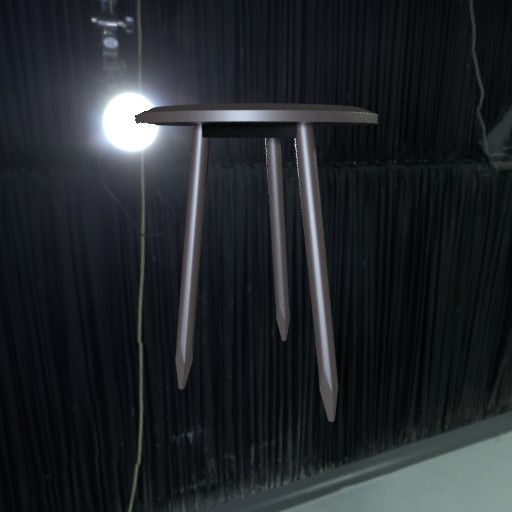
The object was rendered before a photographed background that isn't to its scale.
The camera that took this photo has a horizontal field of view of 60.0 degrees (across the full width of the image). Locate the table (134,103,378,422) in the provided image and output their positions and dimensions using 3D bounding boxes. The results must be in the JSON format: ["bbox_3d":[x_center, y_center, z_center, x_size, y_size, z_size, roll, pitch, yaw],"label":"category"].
[{"bbox_3d":[0.000,0.000,0.935,0.457,0.585,0.457,0,15,0],"label":"table"}]
